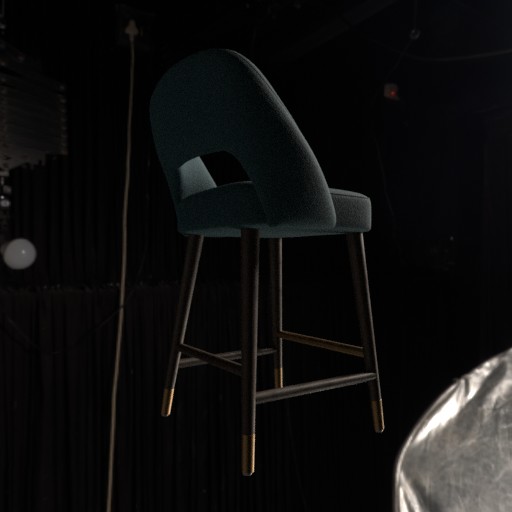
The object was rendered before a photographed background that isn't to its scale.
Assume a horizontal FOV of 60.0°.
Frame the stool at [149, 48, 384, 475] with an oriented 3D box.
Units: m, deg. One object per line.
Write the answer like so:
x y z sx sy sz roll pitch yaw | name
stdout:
0.000 0.000 1.228 0.522 0.939 0.536 0 -1 -35 | stool
